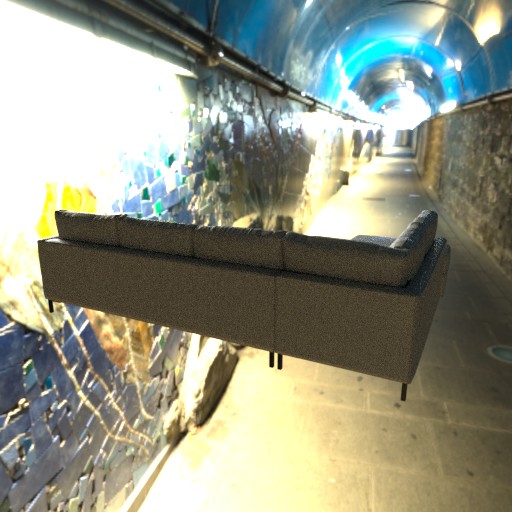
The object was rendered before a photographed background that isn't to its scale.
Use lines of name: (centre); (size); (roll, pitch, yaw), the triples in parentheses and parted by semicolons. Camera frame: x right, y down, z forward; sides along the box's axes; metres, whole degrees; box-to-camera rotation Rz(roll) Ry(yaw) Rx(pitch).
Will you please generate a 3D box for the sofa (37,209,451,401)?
sofa: (0.000, 0.000, 3.103); (2.423, 0.703, 1.617); (8, 17, 26)
